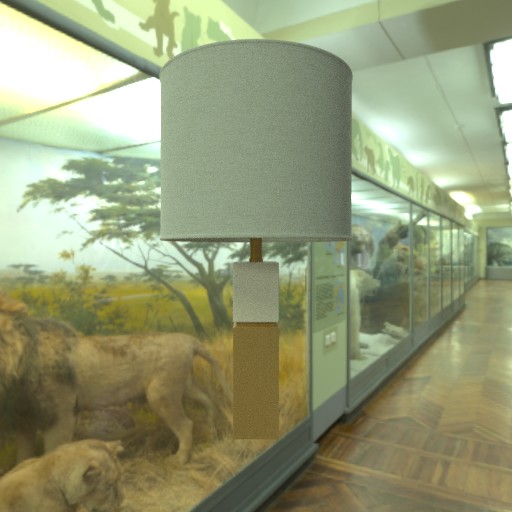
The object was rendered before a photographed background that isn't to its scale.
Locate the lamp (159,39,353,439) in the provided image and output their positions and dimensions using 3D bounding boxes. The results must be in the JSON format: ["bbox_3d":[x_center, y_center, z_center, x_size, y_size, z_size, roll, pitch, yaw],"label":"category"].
[{"bbox_3d":[0.000,0.000,0.539,0.229,0.417,0.229,0,1,0],"label":"lamp"}]
